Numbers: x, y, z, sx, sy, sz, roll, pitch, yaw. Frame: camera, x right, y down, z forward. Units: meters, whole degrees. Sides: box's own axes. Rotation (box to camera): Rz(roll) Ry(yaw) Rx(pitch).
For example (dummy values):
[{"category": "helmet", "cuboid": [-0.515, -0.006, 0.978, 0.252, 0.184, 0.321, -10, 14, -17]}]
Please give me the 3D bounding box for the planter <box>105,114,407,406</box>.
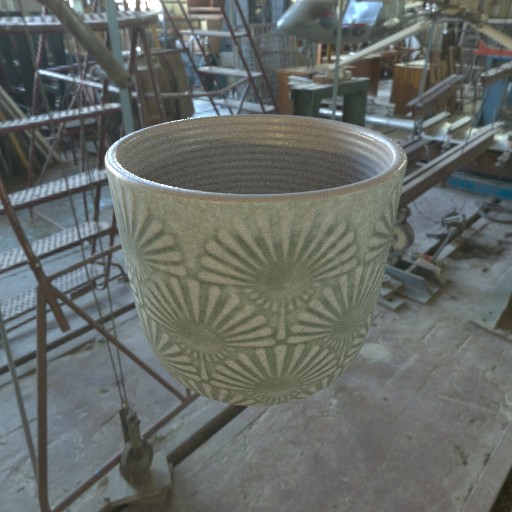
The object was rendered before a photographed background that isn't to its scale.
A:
[{"category": "planter", "cuboid": [0.000, 0.000, 0.215, 0.124, 0.109, 0.124, 0, 29, 0]}]
